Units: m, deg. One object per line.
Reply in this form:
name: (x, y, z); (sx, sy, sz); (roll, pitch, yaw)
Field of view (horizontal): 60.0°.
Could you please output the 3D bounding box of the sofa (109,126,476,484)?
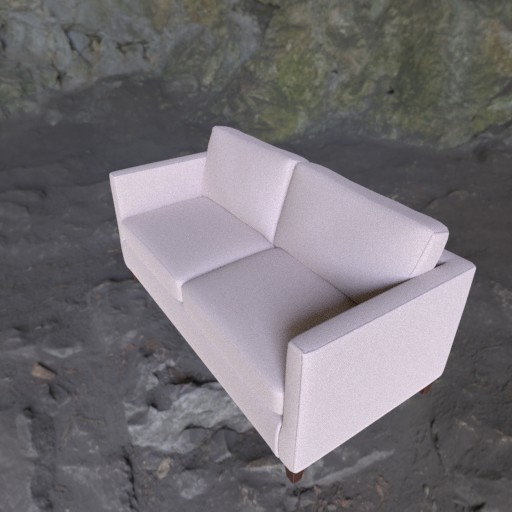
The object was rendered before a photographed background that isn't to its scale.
sofa: (0.000, 0.000, 2.177); (0.873, 0.888, 1.722); (-20, 37, -28)
